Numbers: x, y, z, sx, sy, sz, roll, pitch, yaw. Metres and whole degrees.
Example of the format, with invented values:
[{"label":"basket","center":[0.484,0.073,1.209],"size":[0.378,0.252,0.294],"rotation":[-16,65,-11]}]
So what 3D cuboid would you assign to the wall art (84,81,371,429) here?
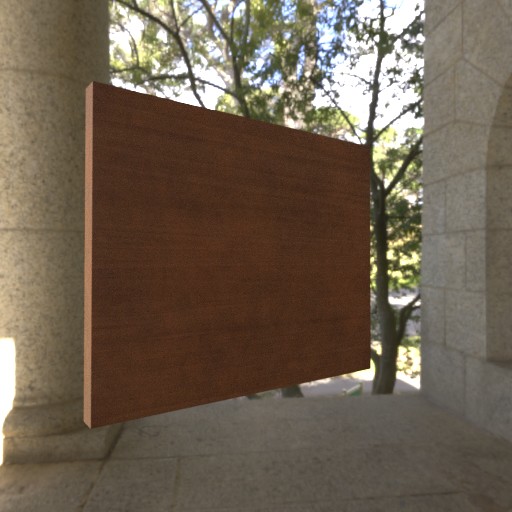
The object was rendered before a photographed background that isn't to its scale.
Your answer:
[{"label":"wall art","center":[0.000,0.000,0.760],"size":[0.558,0.457,0.033],"rotation":[1,-1,-36]}]
